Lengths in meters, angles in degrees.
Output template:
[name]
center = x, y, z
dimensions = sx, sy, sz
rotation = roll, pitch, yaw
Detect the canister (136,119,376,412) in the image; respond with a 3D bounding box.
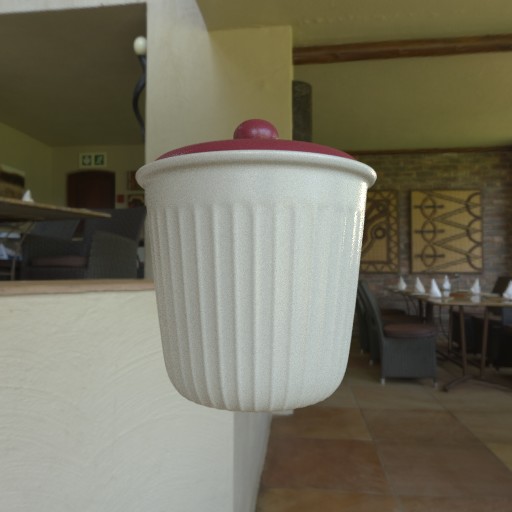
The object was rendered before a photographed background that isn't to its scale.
[canister]
center = 0.000, 0.000, 0.343
dimensions = 0.181, 0.211, 0.181
rotation = 0, -1, 0
